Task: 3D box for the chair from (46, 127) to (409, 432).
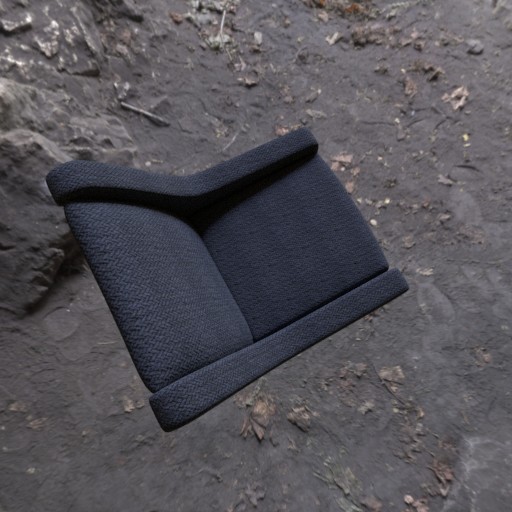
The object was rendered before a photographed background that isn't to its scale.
[{"bbox_3d":[0.000,0.000,1.684,0.944,1.012,0.793,-28,78,-7],"label":"chair"}]
